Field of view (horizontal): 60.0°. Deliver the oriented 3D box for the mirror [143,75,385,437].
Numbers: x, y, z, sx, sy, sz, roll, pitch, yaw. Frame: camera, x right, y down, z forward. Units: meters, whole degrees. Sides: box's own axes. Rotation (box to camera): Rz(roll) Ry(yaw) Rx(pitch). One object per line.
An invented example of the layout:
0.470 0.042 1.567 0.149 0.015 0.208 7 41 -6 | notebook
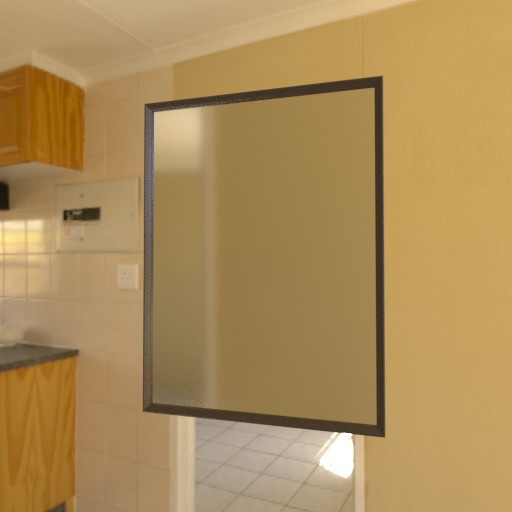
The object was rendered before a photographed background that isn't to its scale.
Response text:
0.000 0.000 1.371 0.762 1.016 0.041 0 -1 17 | mirror
